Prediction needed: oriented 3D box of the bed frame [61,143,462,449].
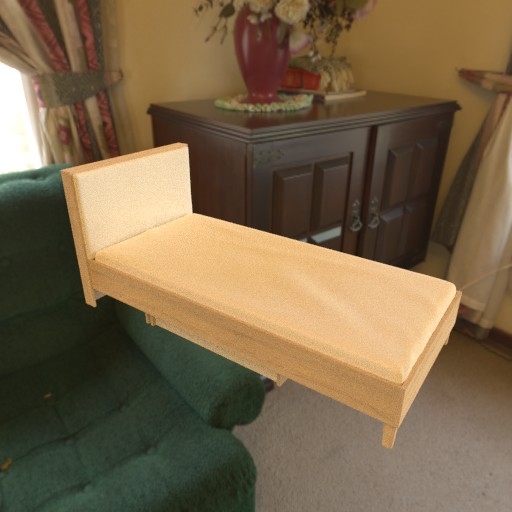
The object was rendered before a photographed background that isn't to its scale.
[{"bbox_3d":[0.000,0.000,2.631,2.140,0.920,0.990,17,30,31],"label":"bed frame"}]
